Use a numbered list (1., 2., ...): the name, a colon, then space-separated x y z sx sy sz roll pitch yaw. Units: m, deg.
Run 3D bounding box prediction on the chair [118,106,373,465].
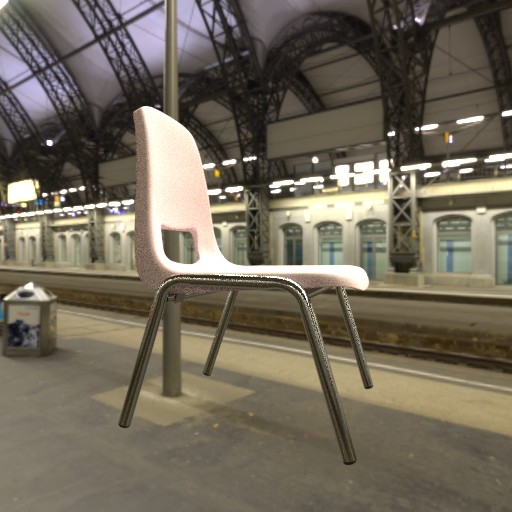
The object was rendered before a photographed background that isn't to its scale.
1. chair: 0.000 0.000 0.789 0.385 0.537 0.354 0 0 18
